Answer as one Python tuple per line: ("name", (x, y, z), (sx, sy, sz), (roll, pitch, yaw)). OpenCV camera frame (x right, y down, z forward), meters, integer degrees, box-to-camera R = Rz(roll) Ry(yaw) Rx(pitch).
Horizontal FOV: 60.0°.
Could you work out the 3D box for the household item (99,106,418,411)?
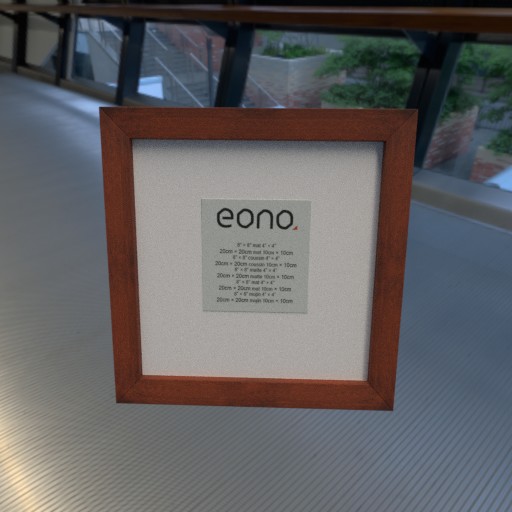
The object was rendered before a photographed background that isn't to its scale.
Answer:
("household item", (0.000, 0.000, 0.381), (0.240, 0.240, 0.131), (1, 31, 2))
